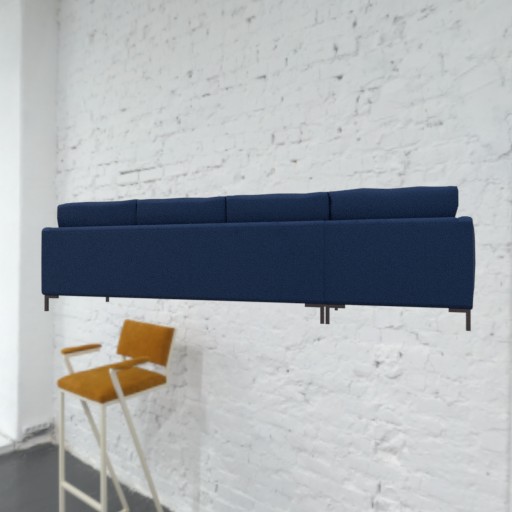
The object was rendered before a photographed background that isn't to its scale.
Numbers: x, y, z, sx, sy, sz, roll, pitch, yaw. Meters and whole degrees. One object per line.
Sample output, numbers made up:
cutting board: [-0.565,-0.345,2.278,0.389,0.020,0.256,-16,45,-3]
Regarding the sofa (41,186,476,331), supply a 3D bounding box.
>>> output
sofa: [0.000,0.000,2.866,2.450,0.679,1.128,0,0,18]
